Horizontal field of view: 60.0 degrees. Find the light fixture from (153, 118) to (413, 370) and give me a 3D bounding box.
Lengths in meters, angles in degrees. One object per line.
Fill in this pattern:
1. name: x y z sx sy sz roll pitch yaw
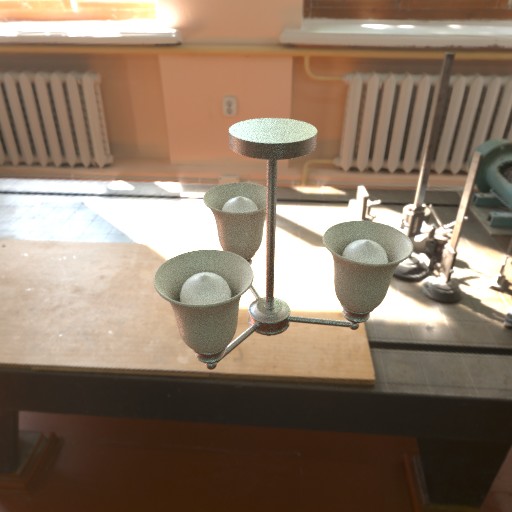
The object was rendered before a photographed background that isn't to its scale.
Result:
1. light fixture: 0.000 0.000 0.677 0.388 0.370 0.354 23 39 32
